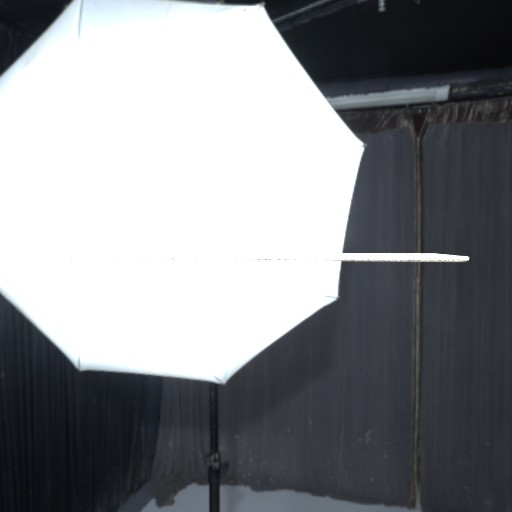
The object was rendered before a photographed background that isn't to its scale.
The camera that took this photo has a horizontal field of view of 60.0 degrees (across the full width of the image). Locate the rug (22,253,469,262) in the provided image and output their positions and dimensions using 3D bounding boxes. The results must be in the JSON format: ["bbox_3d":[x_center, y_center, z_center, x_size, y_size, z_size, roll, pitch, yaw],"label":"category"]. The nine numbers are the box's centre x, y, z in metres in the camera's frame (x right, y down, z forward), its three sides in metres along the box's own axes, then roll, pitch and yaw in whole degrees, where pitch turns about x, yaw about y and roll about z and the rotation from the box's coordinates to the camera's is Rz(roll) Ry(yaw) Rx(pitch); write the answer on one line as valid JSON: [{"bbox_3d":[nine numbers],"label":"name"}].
[{"bbox_3d":[0.000,0.000,3.370,2.698,0.025,1.798,0,1,17],"label":"rug"}]
